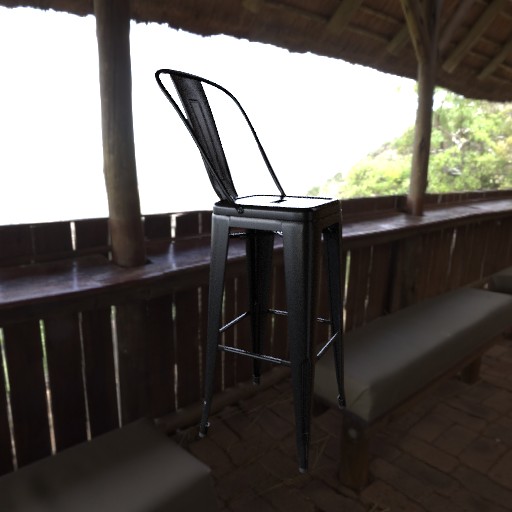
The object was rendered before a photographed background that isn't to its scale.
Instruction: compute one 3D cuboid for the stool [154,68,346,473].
[{"bbox_3d":[0.000,0.000,1.360,0.513,1.096,0.399,7,15,27],"label":"stool"}]
